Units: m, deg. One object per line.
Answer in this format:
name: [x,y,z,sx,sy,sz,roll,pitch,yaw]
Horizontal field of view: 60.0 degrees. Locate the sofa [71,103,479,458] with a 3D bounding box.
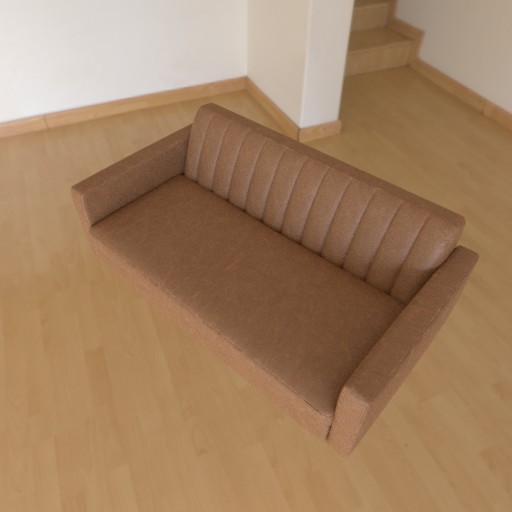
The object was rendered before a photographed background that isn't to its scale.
sofa: [0.000,0.000,2.315,1.847,0.821,0.993,33,54,27]
